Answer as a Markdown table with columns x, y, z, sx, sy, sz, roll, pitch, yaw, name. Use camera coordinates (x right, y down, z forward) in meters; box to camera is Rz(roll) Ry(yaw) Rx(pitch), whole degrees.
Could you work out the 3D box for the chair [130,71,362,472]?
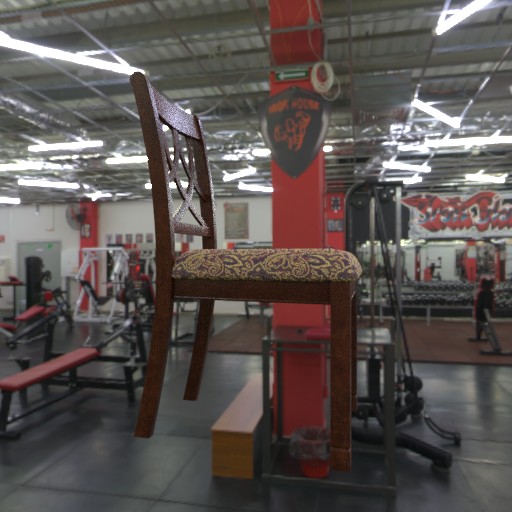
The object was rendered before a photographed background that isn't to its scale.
| x | y | z | sx | sy | sz | roll | pitch | yaw | name |
| --- | --- | --- | --- | --- | --- | --- | --- | --- | --- |
| 0.000 | 0.000 | 1.272 | 0.584 | 0.965 | 0.457 | 0 | 0 | 15 | chair |
